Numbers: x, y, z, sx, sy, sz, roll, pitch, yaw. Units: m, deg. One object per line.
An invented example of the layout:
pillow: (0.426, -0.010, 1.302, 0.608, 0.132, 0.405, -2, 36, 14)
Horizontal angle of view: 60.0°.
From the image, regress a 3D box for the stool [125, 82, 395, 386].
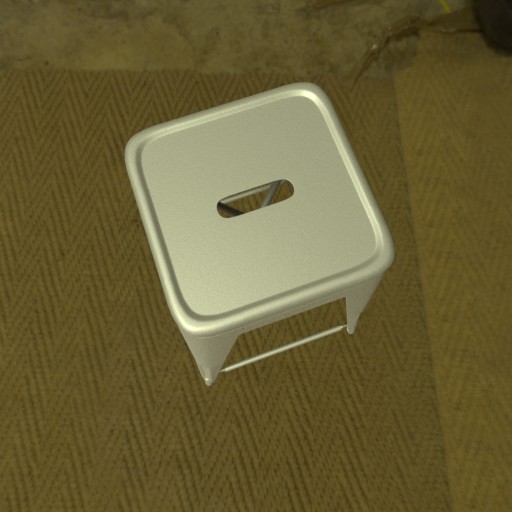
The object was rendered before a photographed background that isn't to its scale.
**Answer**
stool: (0.000, 0.000, 0.885, 0.406, 0.610, 0.406, -19, 76, -5)
